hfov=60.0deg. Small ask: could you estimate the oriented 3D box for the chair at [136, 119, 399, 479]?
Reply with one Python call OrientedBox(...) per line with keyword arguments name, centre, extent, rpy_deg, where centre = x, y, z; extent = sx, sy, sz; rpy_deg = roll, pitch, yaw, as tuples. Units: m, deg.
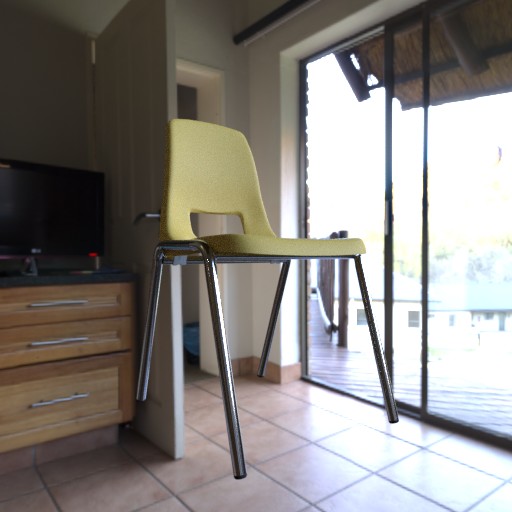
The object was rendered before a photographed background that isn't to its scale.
OrientedBox(name="chair", centre=(0.000, 0.000, 0.924), extent=(0.381, 0.653, 0.436), rpy_deg=(0, 0, -36))
